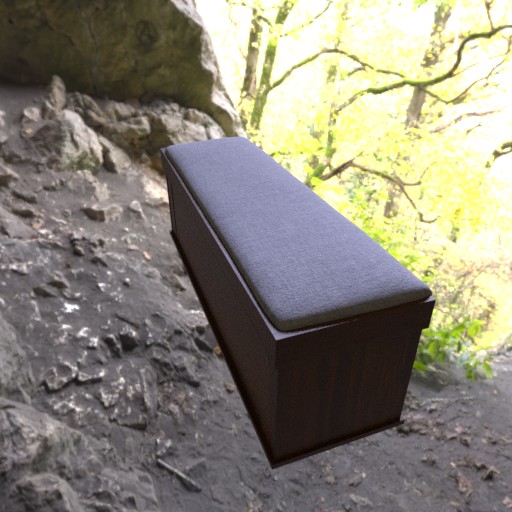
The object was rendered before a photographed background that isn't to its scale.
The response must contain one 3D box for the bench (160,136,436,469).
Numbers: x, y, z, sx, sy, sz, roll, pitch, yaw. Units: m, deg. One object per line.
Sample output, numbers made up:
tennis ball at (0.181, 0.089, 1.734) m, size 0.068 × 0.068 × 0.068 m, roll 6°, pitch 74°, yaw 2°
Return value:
bench at (0.000, 0.000, 1.430) m, size 0.367 × 0.468 × 1.196 m, roll -11°, pitch 33°, yaw -17°
